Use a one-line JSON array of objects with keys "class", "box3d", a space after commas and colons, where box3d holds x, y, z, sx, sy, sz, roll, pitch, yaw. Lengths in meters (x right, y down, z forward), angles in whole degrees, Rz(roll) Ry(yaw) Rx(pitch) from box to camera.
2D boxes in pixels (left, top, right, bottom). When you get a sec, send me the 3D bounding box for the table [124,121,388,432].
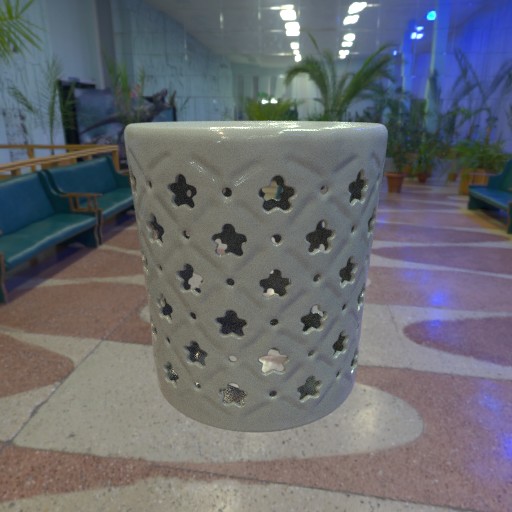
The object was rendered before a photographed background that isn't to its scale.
[{"class": "table", "box3d": [0.000, 0.000, 0.665, 0.352, 0.387, 0.352, 0, 18, 0]}]
